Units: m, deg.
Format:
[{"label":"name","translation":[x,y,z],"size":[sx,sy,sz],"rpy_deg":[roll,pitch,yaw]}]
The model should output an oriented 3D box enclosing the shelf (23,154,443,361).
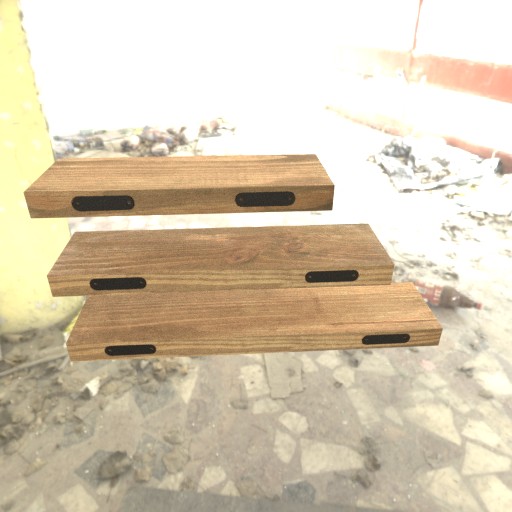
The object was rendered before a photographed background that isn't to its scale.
[{"label":"shelf","translation":[0.000,0.000,0.720],"size":[0.610,0.293,0.140],"rpy_deg":[-2,30,-3]}]
